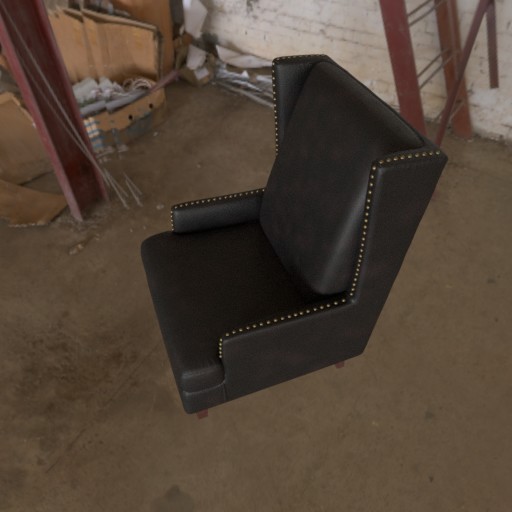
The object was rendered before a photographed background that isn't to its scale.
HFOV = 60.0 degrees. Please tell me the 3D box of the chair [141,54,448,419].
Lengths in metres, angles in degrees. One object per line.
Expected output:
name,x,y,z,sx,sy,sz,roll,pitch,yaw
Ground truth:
chair,0.000,0.000,1.635,0.799,1.142,0.703,-16,49,-14
